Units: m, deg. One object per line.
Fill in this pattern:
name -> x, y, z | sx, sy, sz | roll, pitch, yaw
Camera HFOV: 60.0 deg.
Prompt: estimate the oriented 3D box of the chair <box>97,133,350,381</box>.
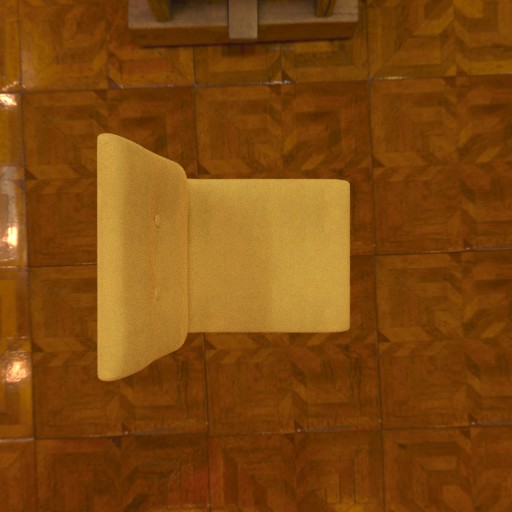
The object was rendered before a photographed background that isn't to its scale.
chair -> 0.000, 0.000, 1.252 | 0.550, 0.965, 0.450 | 0, 90, 0
